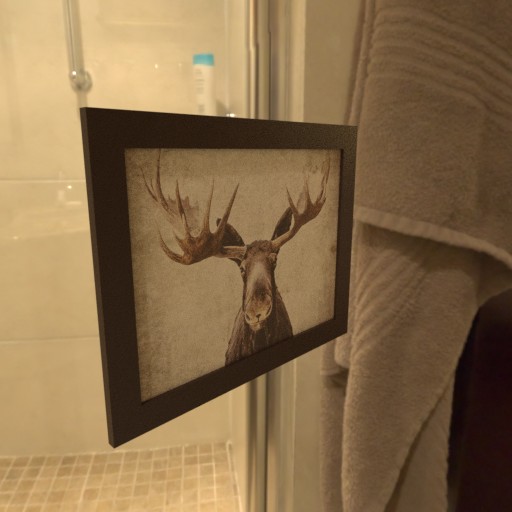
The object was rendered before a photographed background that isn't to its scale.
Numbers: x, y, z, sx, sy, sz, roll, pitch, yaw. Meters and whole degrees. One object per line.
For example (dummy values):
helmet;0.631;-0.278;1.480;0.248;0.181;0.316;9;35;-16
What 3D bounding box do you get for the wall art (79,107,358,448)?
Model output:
wall art;0.000;0.000;1.613;1.207;0.952;0.034;-13;18;-43
